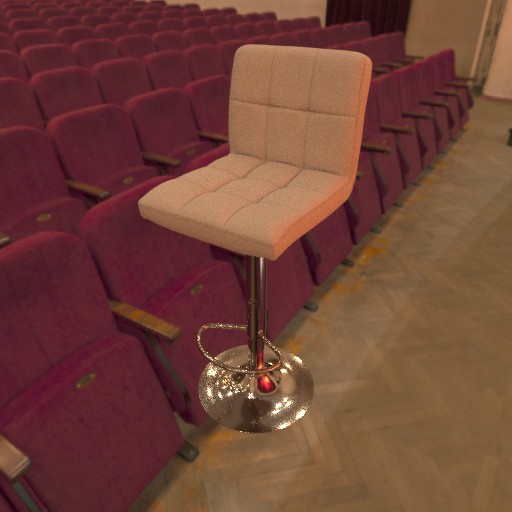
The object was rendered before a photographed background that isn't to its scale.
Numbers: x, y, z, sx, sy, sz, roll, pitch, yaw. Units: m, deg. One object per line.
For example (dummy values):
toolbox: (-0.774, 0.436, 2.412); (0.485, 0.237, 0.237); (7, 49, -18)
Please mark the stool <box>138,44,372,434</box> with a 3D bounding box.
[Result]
stool: (0.000, 0.000, 1.346); (0.430, 1.115, 0.505); (18, 36, 28)
